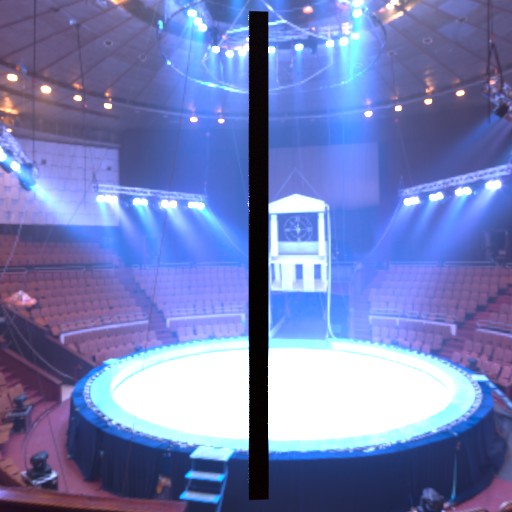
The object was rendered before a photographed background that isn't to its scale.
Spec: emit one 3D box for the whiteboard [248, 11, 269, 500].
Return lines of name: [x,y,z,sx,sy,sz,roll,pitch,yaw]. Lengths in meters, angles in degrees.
whiteboard: [0.000,0.000,0.755,0.026,0.611,0.406,0,-1,-1]
